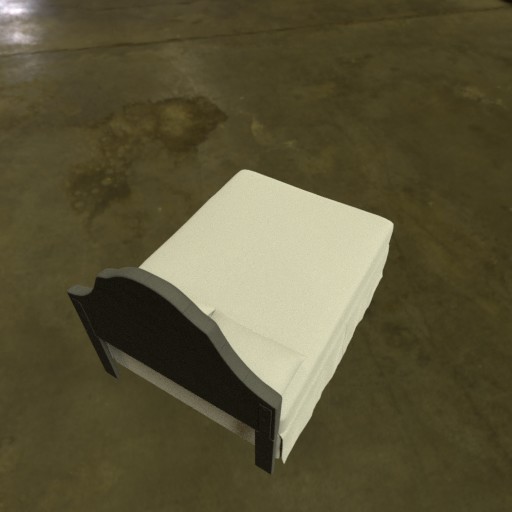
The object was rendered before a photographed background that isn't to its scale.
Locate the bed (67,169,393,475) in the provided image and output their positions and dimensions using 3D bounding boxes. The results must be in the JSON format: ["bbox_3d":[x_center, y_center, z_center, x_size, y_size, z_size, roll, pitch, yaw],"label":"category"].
[{"bbox_3d":[0.000,0.000,3.354,1.636,1.575,2.155,23,51,21],"label":"bed"}]
